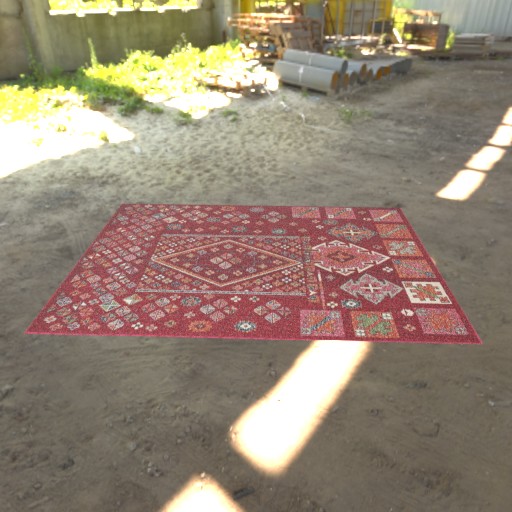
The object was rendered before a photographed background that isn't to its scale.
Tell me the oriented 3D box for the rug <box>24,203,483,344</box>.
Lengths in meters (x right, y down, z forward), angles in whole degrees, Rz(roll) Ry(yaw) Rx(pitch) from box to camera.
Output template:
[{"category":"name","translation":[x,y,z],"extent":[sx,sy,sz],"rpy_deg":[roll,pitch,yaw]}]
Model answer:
[{"category":"rug","translation":[0.000,0.000,4.223],"extent":[3.306,0.011,2.389],"rpy_deg":[1,30,2]}]
